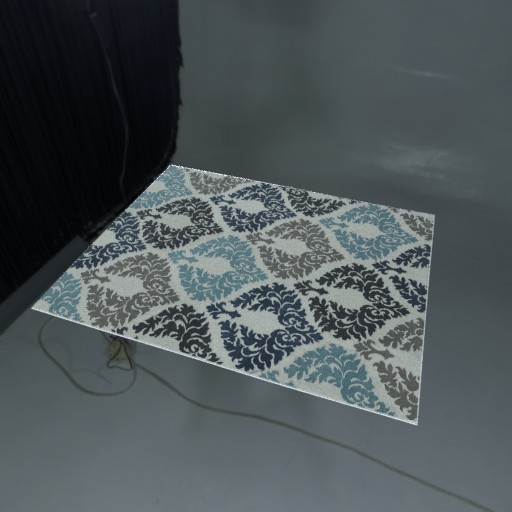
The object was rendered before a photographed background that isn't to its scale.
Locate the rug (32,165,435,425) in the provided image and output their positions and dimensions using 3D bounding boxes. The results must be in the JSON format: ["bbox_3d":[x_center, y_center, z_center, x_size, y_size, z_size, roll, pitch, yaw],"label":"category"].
[{"bbox_3d":[0.000,0.000,4.071,3.040,0.014,2.423,13,43,14],"label":"rug"}]
